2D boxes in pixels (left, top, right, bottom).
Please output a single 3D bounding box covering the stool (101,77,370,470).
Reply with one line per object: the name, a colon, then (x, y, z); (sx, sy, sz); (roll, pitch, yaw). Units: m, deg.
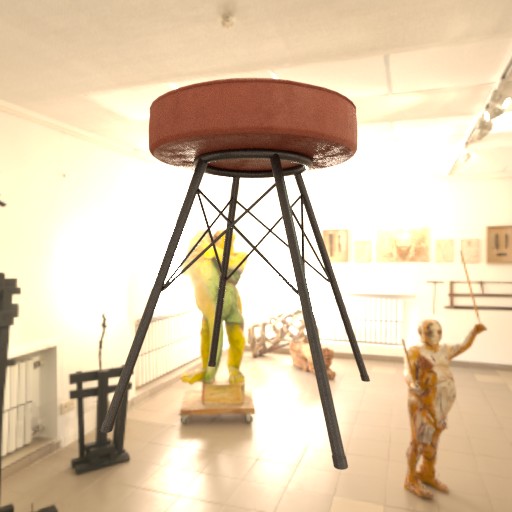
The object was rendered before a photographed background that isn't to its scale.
stool: (0.000, 0.000, 0.899); (0.421, 0.593, 0.457); (0, 1, 18)
